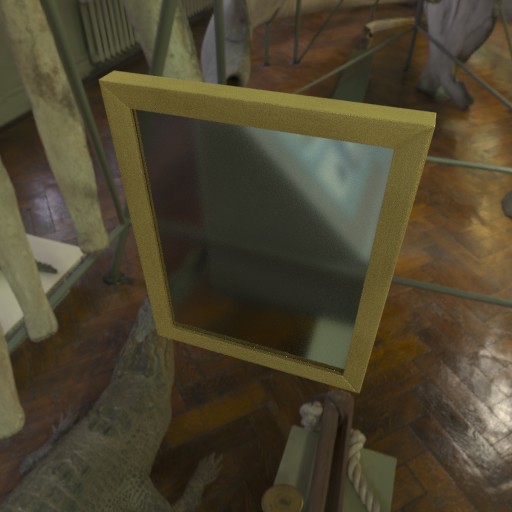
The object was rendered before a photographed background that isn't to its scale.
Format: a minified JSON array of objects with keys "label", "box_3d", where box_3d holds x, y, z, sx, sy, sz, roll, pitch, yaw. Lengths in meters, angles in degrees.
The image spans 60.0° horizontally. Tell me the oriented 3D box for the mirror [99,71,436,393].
[{"label":"mirror","box_3d":[0.000,0.000,0.690,0.405,0.508,0.041,13,43,14]}]
